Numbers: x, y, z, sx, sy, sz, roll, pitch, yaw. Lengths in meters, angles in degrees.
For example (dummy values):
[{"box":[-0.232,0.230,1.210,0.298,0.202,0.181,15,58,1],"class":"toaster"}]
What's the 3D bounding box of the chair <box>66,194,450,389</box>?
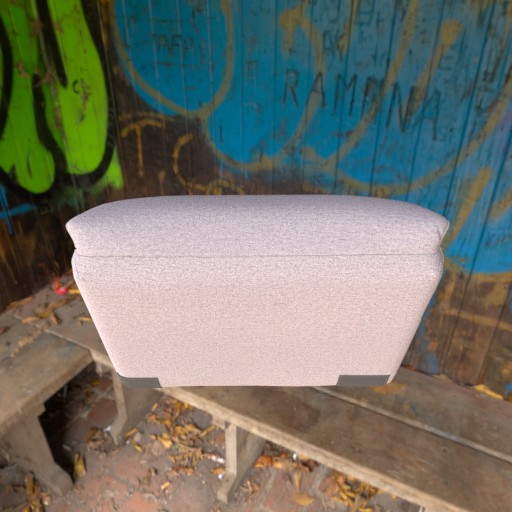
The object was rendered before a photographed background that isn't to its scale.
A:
[{"box":[0.000,0.000,1.330,0.820,0.580,0.780,0,30,-1],"class":"chair"}]
